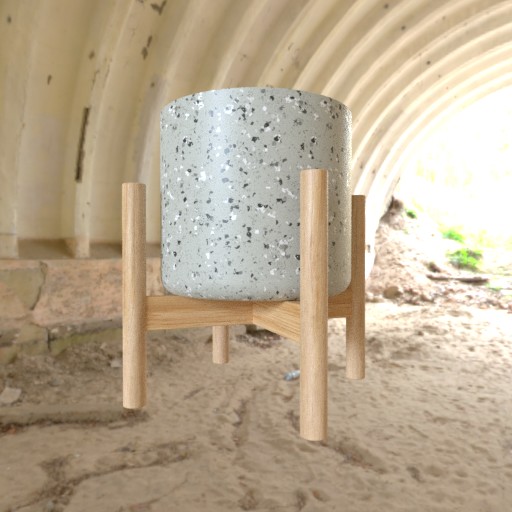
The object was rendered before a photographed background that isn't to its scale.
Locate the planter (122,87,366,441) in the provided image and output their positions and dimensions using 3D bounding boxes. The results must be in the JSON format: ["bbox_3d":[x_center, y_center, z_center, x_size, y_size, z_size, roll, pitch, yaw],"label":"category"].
[{"bbox_3d":[0.000,0.000,0.528,0.284,0.320,0.284,0,1,1],"label":"planter"}]
